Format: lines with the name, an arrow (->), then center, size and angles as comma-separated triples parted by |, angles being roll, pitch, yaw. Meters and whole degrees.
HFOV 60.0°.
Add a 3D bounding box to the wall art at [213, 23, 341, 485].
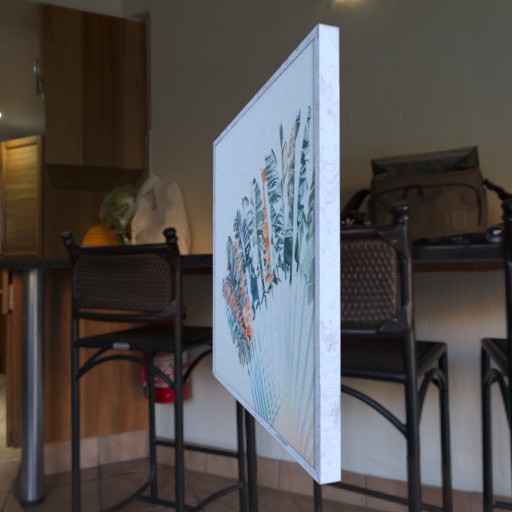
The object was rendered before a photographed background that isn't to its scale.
wall art -> 0.000, 0.000, 1.093 | 0.038, 0.757, 0.760 | 0, -1, -19
